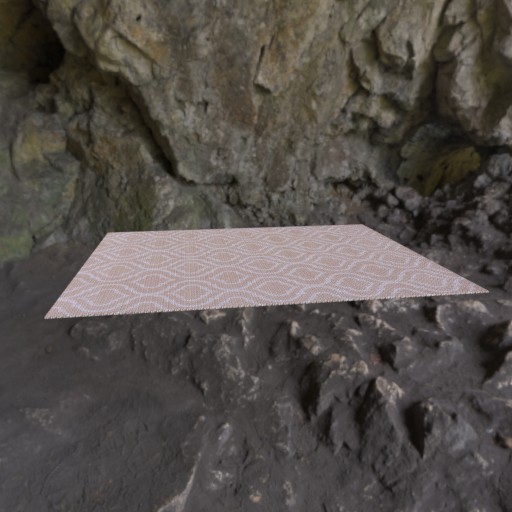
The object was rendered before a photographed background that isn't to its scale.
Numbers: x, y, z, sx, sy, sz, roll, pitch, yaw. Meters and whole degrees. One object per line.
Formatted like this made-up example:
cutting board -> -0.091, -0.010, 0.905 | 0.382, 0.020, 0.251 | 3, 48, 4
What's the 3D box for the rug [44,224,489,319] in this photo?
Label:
rug -> 0.000, 0.000, 3.922 | 2.894, 0.013, 2.286 | -2, 16, -8
